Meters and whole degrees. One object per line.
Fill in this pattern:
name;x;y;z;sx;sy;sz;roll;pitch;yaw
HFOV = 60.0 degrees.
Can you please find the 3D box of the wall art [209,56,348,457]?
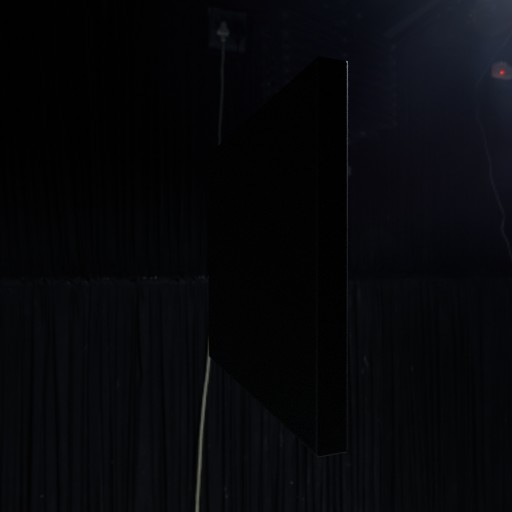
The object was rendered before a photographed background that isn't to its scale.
wall art;0.000;0.000;0.548;0.028;0.330;0.380;0;0;-20
